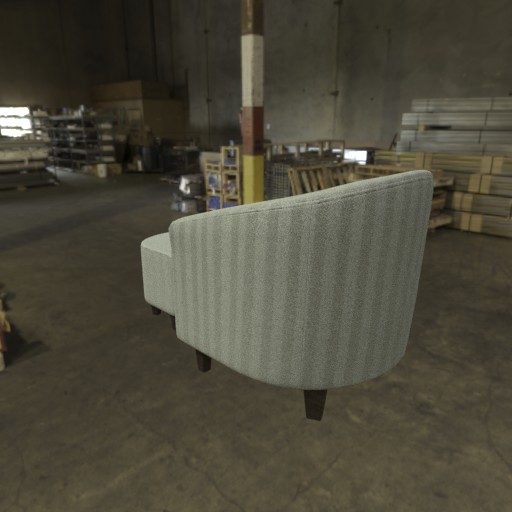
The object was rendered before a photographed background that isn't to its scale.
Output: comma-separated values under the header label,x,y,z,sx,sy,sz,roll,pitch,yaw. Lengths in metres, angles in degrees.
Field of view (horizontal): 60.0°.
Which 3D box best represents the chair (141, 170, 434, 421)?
label,x,y,z,sx,sy,sz,roll,pitch,yaw
chair,0.000,0.000,1.759,0.756,0.757,1.288,-16,23,-43
